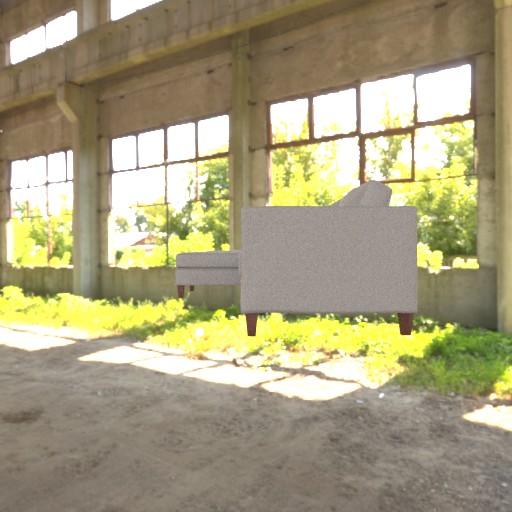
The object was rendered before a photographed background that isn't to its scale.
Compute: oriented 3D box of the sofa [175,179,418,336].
[{"bbox_3d":[0.000,0.000,3.876,1.625,0.846,3.186,0,0,-1],"label":"sofa"}]
